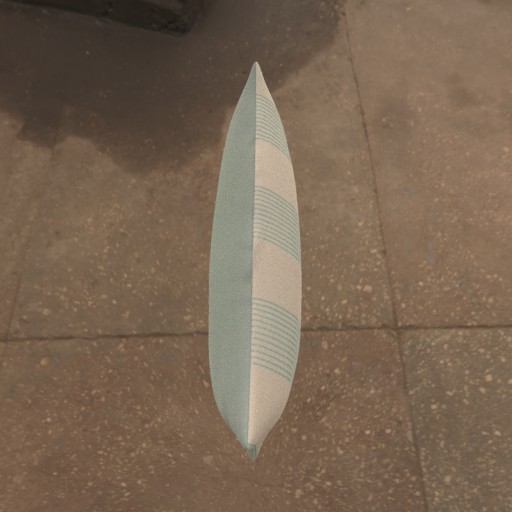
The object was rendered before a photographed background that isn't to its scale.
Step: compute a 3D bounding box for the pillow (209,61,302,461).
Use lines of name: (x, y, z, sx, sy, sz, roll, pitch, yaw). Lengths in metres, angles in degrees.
pillow: (0.000, 0.000, 0.737, 0.151, 0.287, 0.610, 1, 63, 0)
